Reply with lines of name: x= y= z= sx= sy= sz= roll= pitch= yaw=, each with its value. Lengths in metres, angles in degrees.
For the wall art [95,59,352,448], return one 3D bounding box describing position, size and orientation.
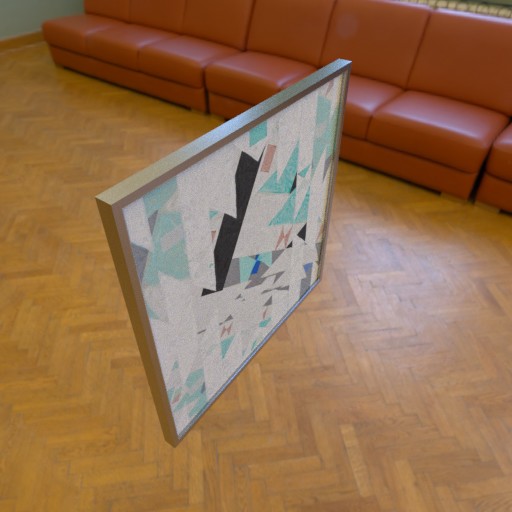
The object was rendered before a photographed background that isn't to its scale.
wall art: x=0.000 y=0.000 z=1.196 sx=0.038 sy=0.806 sz=0.806 roll=26 pitch=48 yaw=26
